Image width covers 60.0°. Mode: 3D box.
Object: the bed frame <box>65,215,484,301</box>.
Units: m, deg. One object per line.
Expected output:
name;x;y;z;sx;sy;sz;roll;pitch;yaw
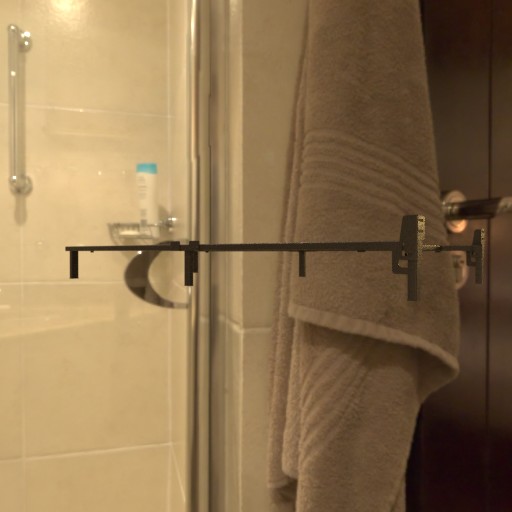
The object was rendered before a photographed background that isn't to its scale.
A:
bed frame;0.000;0.000;2.225;1.897;0.248;0.968;0;0;37
